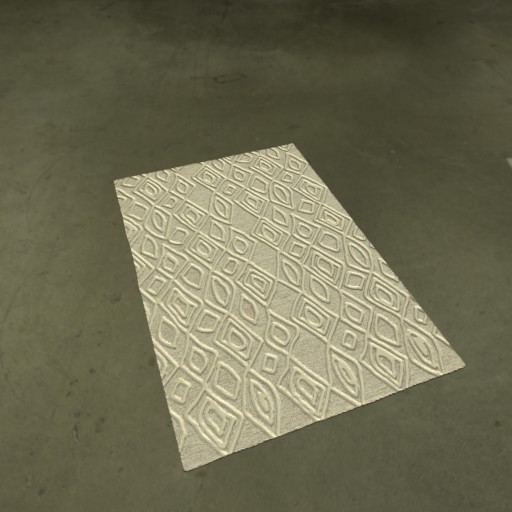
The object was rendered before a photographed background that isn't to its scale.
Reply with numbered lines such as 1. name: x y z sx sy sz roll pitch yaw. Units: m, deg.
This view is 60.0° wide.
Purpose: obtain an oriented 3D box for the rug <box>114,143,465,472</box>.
1. rug: 0.000 0.000 2.314 1.224 0.016 1.832 -15 48 -14
